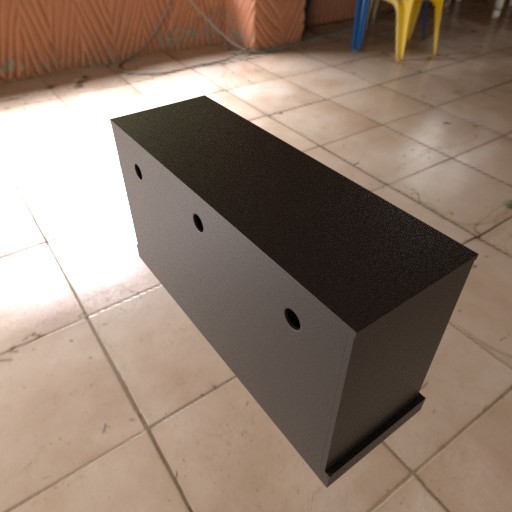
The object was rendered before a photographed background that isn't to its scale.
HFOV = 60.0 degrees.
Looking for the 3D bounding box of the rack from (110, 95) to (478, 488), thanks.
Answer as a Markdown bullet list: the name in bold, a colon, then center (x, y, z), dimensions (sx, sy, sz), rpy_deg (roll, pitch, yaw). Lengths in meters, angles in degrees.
- **rack**: center (0.000, 0.000, 1.467), dimensions (0.399, 0.635, 1.206), rpy_deg (-25, 46, -27)
